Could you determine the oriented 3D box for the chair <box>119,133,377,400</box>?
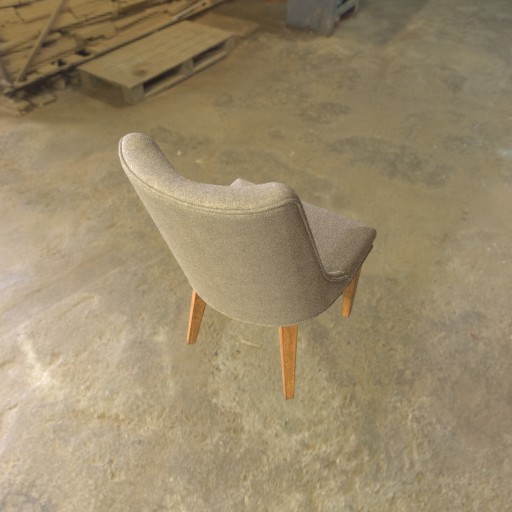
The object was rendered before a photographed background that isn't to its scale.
[{"bbox_3d":[0.000,0.000,1.341,0.548,0.916,0.636,24,50,22],"label":"chair"}]
